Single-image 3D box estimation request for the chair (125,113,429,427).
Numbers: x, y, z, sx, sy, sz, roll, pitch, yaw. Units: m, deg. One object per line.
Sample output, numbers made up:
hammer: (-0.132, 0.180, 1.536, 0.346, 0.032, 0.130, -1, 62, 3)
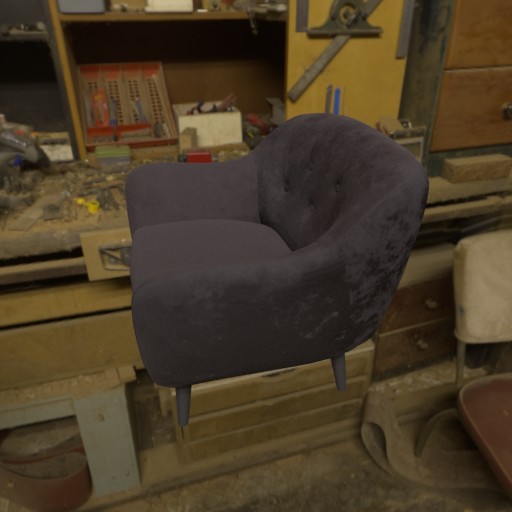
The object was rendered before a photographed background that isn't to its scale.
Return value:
chair: (0.000, 0.000, 1.485, 0.819, 0.807, 0.840, -8, 31, -13)
